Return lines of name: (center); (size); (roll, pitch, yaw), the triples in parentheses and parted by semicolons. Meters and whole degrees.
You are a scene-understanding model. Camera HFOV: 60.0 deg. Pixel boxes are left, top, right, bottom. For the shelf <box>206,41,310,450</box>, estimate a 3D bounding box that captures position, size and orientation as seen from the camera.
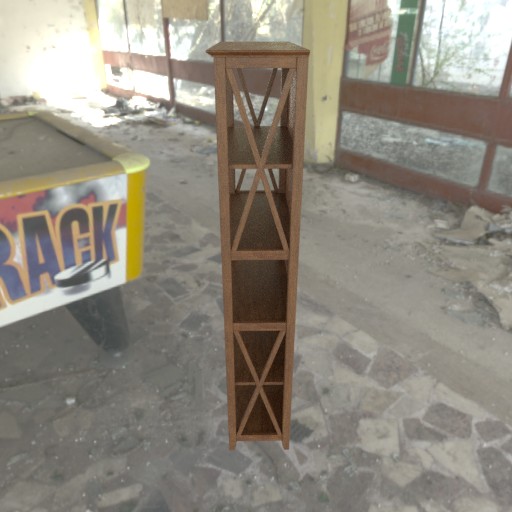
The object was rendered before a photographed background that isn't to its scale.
shelf: (0.000, 0.000, 2.215); (0.335, 1.905, 0.805); (0, 28, -1)
